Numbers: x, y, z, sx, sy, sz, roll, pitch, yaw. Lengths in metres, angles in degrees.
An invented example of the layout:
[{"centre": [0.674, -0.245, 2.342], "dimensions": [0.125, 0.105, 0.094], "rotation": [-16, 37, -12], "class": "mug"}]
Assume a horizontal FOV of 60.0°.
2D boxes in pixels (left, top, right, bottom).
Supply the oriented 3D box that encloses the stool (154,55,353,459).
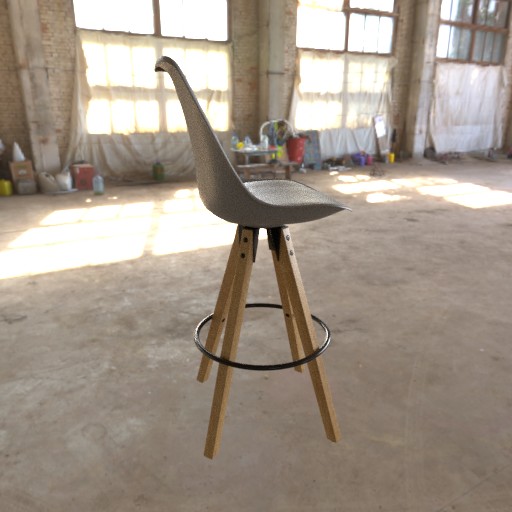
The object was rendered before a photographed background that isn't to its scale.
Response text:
[{"centre": [0.000, 0.000, 1.388], "dimensions": [0.550, 1.115, 0.485], "rotation": [-3, 18, -10], "class": "stool"}]
